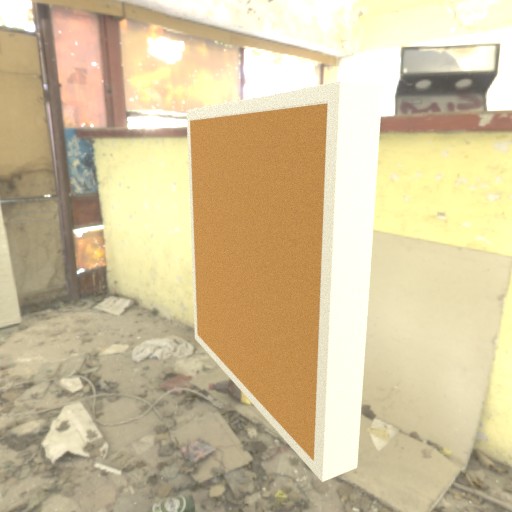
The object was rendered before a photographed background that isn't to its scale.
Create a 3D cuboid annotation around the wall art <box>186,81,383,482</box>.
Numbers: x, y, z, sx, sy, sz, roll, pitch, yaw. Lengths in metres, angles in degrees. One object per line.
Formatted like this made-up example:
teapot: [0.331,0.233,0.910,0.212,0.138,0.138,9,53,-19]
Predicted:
wall art: [0.000,0.000,0.461,0.037,0.305,0.305,-7,16,-26]
